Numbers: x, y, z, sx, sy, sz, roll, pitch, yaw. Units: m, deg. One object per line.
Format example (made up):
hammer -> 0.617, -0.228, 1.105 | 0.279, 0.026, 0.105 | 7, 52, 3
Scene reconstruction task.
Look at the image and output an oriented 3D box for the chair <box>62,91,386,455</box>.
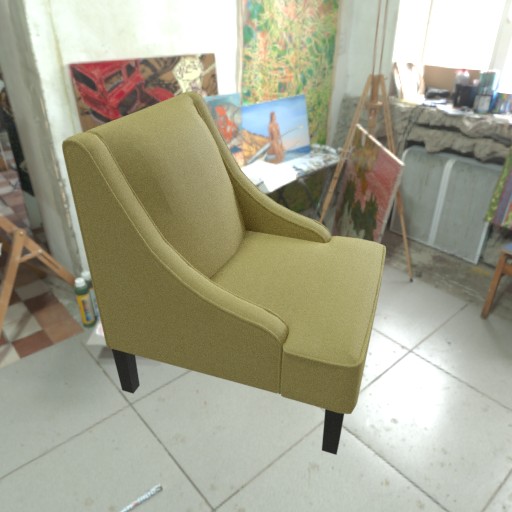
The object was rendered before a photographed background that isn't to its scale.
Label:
chair -> 0.000, 0.000, 1.480 | 0.814, 0.896, 0.696 | 10, 32, 17
